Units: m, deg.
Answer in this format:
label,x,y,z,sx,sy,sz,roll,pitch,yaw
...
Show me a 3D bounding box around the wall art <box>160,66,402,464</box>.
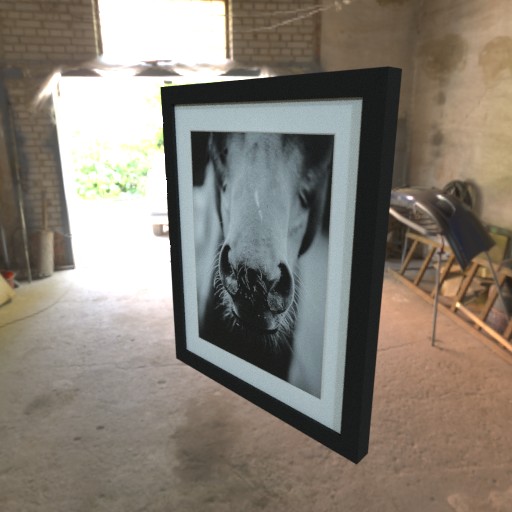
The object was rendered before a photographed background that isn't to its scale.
label,x,y,z,sx,sy,sz,roll,pitch,yaw
wall art,0.000,0.000,0.544,0.329,0.404,0.024,16,23,41
